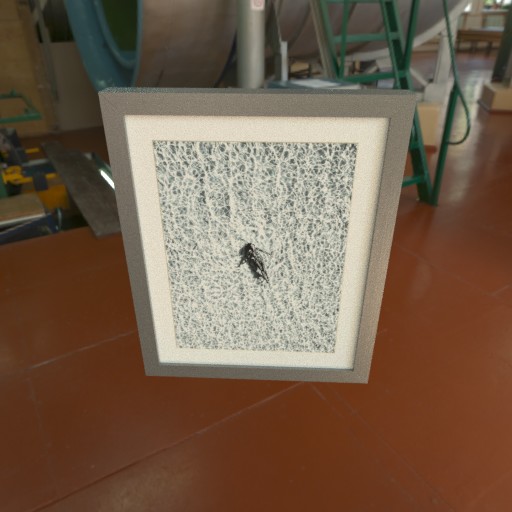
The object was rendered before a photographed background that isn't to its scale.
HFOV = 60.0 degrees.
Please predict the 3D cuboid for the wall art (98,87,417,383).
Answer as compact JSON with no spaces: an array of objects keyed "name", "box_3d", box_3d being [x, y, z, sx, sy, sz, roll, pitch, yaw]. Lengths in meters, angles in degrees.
[{"name":"wall art","box_3d":[0.000,0.000,0.535,0.308,0.379,0.030,1,30,2]}]
